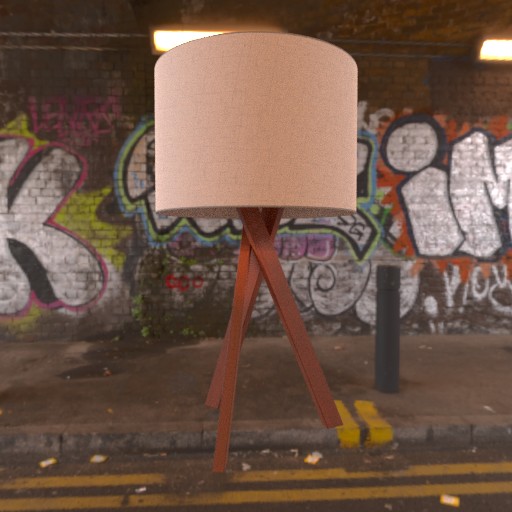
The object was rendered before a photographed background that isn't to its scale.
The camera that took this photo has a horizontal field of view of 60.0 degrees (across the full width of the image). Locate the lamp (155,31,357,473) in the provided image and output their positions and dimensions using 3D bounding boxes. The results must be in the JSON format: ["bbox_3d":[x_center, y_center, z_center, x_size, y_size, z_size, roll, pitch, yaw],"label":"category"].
[{"bbox_3d":[0.000,0.000,0.863,0.380,0.686,0.380,2,3,37],"label":"lamp"}]
